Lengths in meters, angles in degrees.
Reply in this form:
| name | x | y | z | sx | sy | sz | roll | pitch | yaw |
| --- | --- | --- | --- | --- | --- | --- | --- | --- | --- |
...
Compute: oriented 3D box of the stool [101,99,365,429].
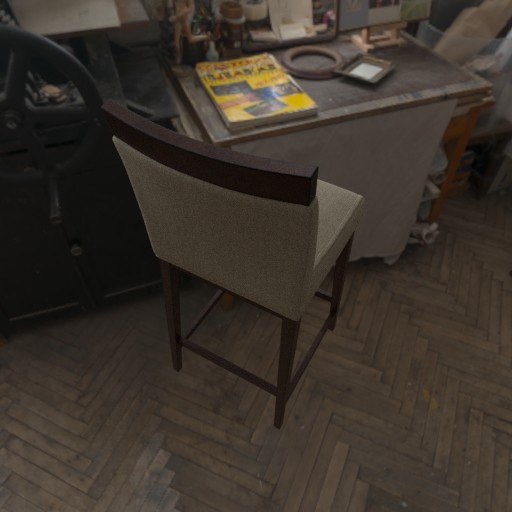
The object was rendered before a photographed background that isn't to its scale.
| name | x | y | z | sx | sy | sz | roll | pitch | yaw |
| --- | --- | --- | --- | --- | --- | --- | --- | --- | --- |
| stool | 0.000 | 0.000 | 1.272 | 0.463 | 1.011 | 0.480 | 23 | 51 | 20 |
